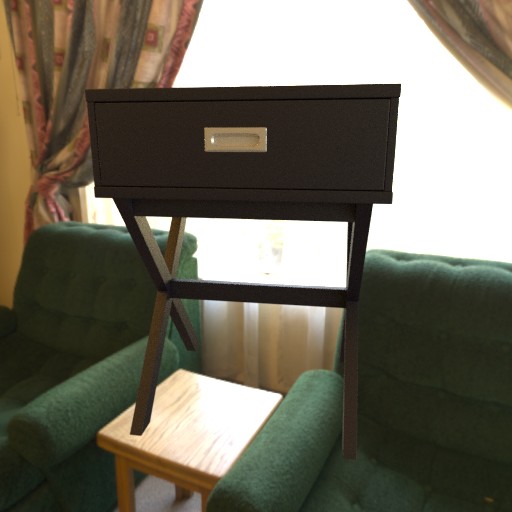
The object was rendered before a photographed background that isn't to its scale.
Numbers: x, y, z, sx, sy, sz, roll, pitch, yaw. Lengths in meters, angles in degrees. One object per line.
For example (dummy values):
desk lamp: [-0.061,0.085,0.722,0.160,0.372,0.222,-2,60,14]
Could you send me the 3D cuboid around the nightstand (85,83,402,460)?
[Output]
nightstand: [0.000,0.000,0.926,0.479,0.623,0.402,2,15,9]
